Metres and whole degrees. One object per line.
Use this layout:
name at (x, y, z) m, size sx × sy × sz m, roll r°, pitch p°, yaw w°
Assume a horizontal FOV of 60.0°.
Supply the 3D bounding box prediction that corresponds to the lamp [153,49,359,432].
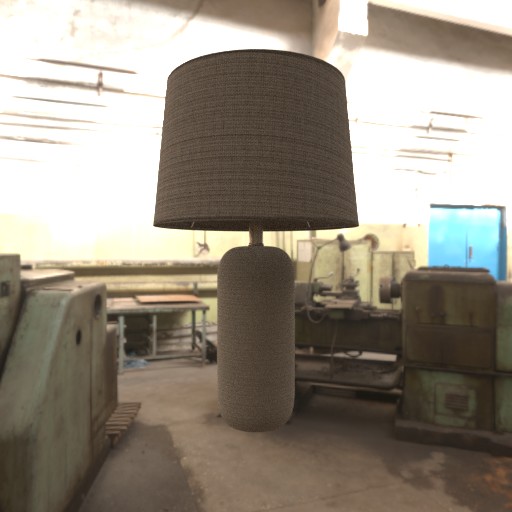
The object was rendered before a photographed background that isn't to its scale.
lamp at (0.000, 0.000, 0.810) m, size 0.367 × 0.609 × 0.367 m, roll 0°, pitch 1°, yaw 0°
